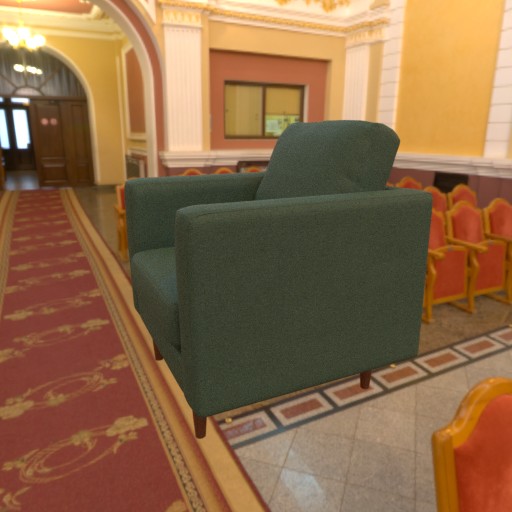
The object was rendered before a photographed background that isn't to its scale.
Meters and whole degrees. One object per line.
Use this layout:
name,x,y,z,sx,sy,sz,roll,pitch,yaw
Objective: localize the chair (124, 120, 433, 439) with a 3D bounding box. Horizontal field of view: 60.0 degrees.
chair,0.000,0.000,1.577,0.800,0.927,0.855,-7,17,-24
